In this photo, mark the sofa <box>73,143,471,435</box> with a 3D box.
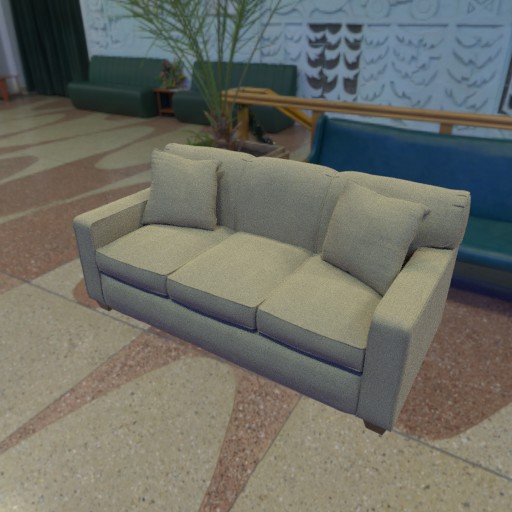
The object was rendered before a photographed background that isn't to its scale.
[{"bbox_3d":[0.000,0.000,2.567,2.024,0.958,0.997,17,32,28],"label":"sofa"}]
